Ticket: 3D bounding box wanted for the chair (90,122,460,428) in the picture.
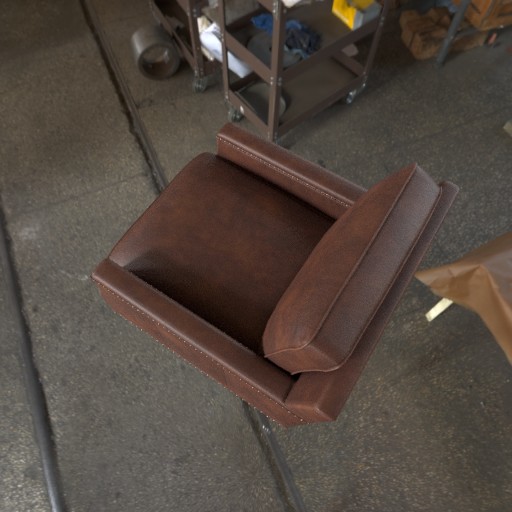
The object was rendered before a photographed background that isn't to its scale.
[{"bbox_3d":[0.000,0.000,1.675,1.014,0.929,0.853,30,67,14],"label":"chair"}]
